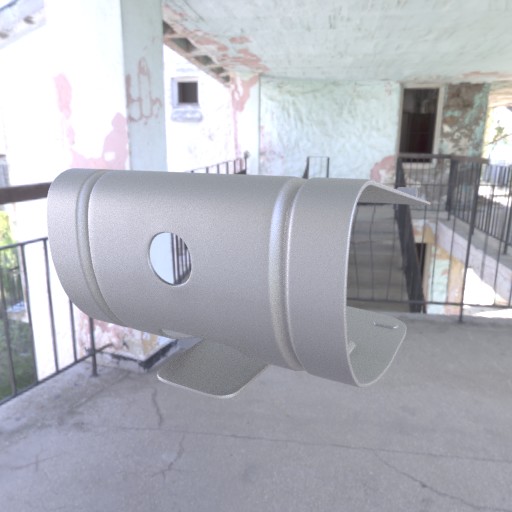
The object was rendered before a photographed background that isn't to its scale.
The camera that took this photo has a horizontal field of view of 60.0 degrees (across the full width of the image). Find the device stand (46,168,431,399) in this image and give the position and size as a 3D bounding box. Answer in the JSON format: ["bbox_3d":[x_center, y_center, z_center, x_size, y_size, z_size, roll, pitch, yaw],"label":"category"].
[{"bbox_3d":[0.000,0.000,0.392,0.256,0.155,0.236,8,16,28],"label":"device stand"}]
